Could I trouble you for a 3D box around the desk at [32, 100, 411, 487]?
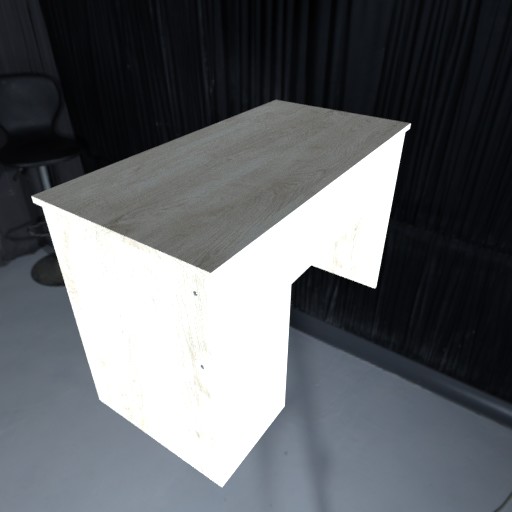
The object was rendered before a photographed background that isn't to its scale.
[{"bbox_3d":[0.000,0.000,1.511,0.560,0.730,1.096,21,39,28],"label":"desk"}]
